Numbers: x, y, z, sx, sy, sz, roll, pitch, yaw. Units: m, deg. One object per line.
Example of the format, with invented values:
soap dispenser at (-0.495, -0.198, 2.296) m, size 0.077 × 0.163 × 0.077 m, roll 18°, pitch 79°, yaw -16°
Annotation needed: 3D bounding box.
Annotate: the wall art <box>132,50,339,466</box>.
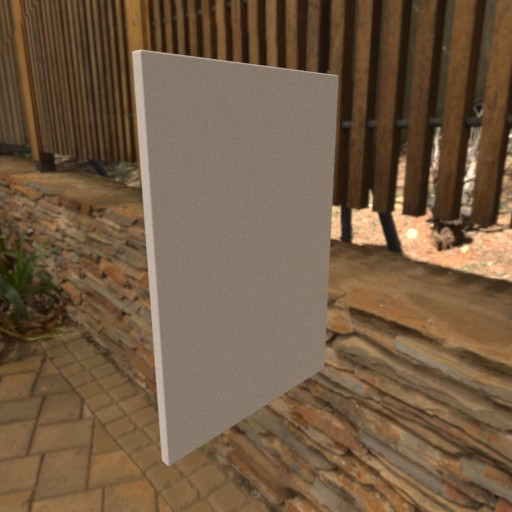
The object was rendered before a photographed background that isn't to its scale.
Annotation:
wall art at (0.000, 0.000, 1.024) m, size 0.026 × 0.813 × 0.556 m, roll 16°, pitch 23°, yaw 42°
